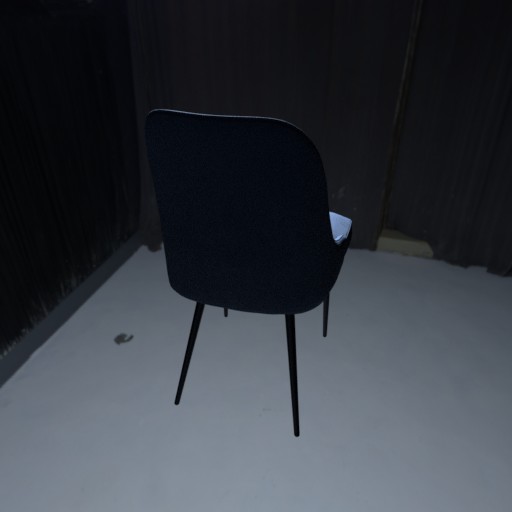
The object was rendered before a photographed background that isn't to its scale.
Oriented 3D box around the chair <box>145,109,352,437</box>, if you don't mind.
[{"bbox_3d":[0.000,0.000,1.228,0.478,0.896,0.559,9,33,15],"label":"chair"}]
